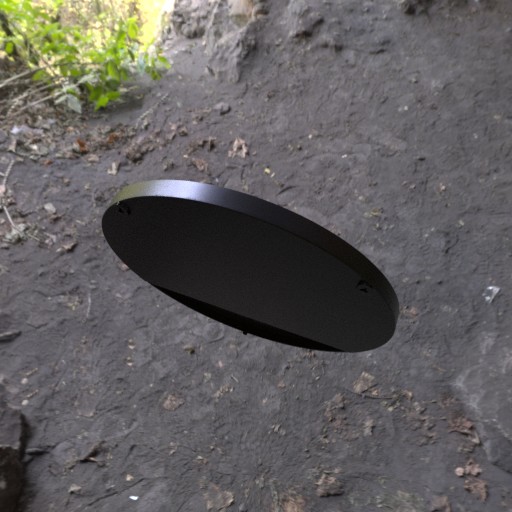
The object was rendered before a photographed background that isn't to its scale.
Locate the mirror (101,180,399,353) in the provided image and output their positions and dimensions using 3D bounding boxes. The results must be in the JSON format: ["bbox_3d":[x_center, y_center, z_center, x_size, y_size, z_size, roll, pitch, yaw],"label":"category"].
[{"bbox_3d":[0.000,0.000,0.703,0.457,0.457,0.133,18,65,9],"label":"mirror"}]
